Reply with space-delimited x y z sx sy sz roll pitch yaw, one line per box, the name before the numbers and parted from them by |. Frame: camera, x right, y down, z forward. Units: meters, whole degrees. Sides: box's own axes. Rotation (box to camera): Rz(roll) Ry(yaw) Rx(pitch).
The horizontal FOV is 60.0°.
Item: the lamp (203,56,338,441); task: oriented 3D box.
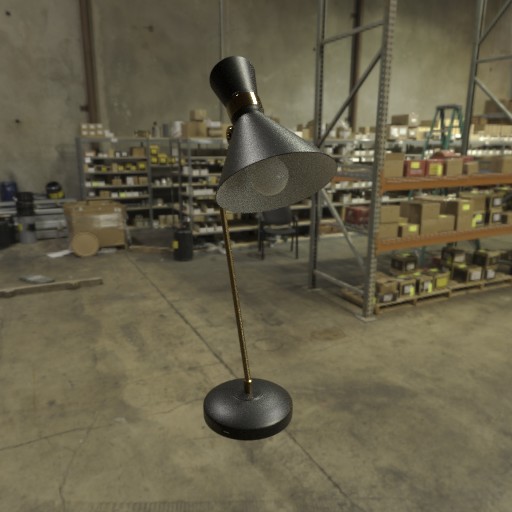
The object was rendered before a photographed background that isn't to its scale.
lamp | 0.000 0.000 0.758 0.189 0.647 0.292 -8 16 -27
